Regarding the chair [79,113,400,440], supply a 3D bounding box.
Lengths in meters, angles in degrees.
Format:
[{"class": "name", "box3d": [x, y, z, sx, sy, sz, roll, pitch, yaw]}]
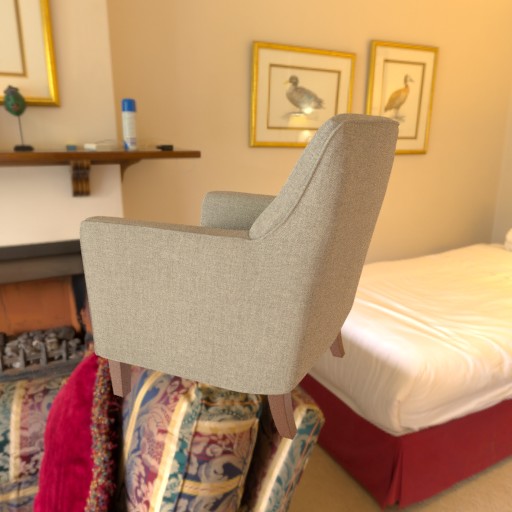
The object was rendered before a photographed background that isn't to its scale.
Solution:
[{"class": "chair", "box3d": [0.000, 0.000, 1.771, 0.993, 1.047, 0.887, 7, 17, 25]}]
